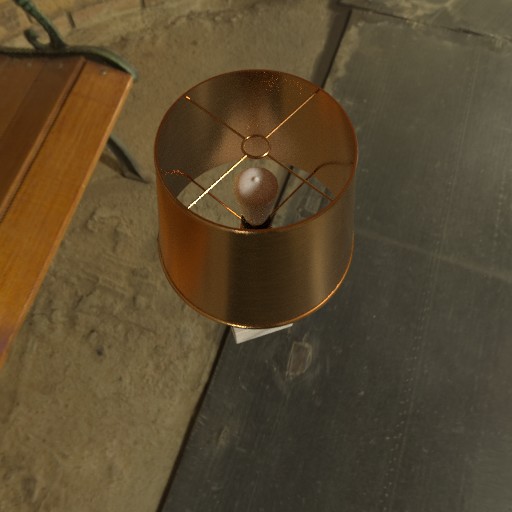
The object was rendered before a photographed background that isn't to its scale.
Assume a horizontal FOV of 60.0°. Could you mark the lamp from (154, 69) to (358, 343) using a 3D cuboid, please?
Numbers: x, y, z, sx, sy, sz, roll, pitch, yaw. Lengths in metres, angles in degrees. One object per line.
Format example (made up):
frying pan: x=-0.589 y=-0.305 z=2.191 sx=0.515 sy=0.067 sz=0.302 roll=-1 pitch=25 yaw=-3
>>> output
lamp: x=0.000 y=0.000 z=0.522 sx=0.208 sy=0.406 sz=0.208 roll=0 pitch=65 yaw=0
